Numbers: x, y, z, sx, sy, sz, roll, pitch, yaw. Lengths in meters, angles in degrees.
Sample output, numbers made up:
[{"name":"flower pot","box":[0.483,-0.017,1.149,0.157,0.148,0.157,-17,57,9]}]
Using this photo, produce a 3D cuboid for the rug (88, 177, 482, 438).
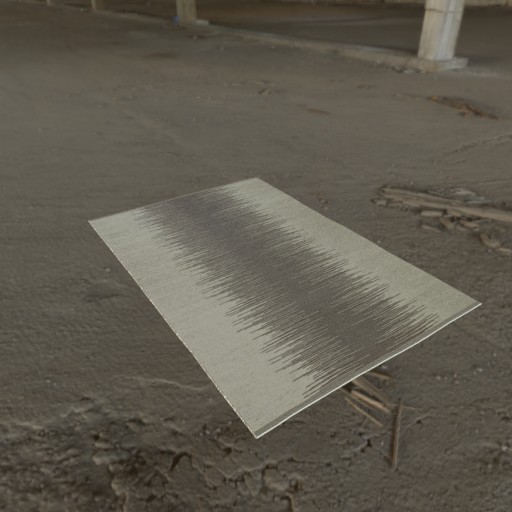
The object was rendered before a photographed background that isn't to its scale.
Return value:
[{"name":"rug","box":[0.000,0.000,2.334,1.226,0.007,1.815,-20,37,-28]}]
